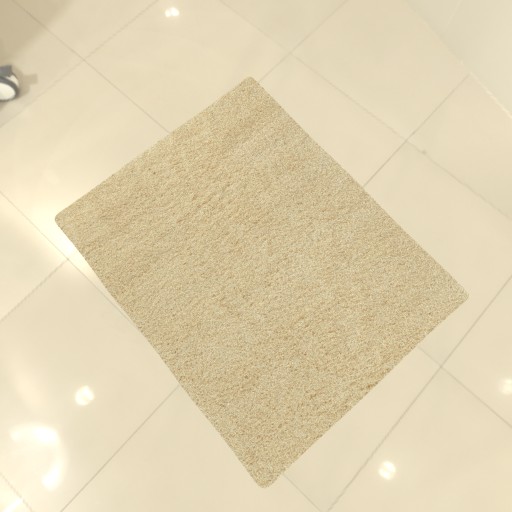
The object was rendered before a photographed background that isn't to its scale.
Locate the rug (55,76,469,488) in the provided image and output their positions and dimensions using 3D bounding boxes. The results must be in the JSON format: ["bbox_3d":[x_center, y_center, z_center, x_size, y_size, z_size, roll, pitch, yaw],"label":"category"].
[{"bbox_3d":[0.000,0.000,3.996,2.401,0.025,3.001,-39,77,-10],"label":"rug"}]
